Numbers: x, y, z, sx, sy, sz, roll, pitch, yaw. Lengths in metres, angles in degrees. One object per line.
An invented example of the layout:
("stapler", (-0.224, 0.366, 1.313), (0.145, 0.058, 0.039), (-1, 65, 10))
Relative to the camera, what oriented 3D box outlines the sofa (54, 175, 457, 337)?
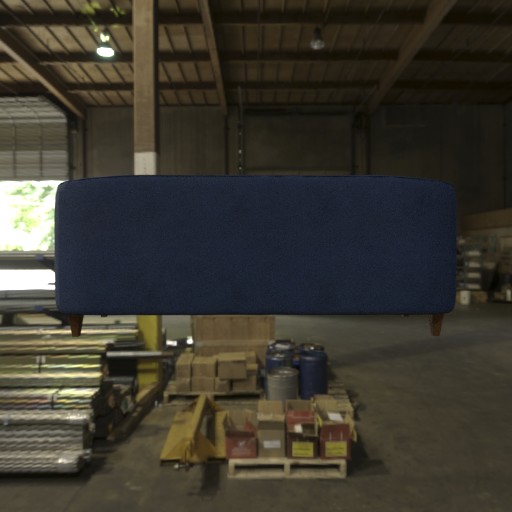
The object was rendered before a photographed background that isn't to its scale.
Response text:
("sofa", (0.000, 0.000, 2.742), (2.278, 0.855, 0.941), (0, 1, -1))
